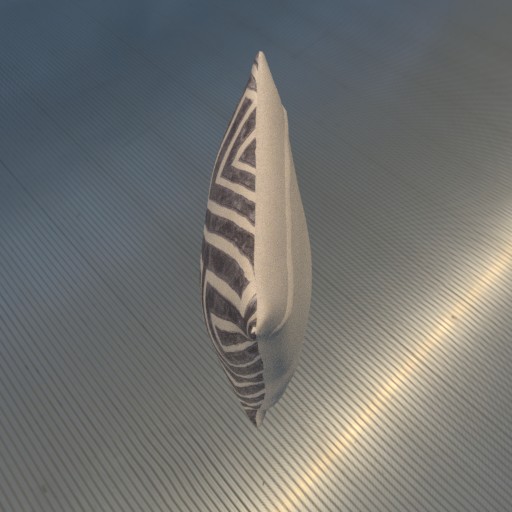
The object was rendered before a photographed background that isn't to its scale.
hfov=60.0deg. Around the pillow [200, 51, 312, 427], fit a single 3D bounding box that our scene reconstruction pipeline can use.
[{"bbox_3d":[0.000,0.000,0.706,0.182,0.441,0.440,1,58,1],"label":"pillow"}]
